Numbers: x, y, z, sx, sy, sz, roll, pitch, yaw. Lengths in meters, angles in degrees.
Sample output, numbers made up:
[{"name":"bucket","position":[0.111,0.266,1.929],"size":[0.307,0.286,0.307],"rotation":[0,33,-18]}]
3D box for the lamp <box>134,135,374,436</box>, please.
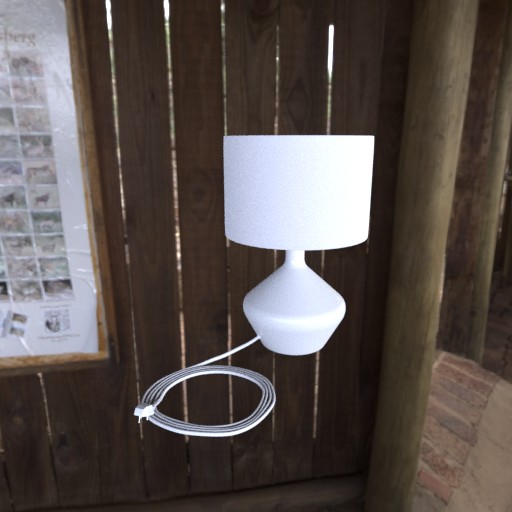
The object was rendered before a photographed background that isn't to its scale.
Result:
[{"name":"lamp","position":[0.000,0.000,0.873],"size":[0.546,0.457,0.401],"rotation":[-7,16,-26]}]
